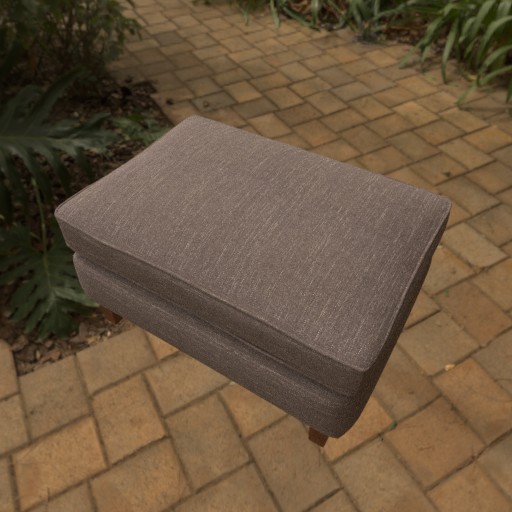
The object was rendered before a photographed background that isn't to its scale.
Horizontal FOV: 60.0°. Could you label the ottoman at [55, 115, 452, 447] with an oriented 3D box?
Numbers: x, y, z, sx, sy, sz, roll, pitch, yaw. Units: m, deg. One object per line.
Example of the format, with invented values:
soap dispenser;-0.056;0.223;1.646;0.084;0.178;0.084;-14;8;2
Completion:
ottoman;0.000;0.000;0.990;0.686;0.406;0.508;24;51;22
